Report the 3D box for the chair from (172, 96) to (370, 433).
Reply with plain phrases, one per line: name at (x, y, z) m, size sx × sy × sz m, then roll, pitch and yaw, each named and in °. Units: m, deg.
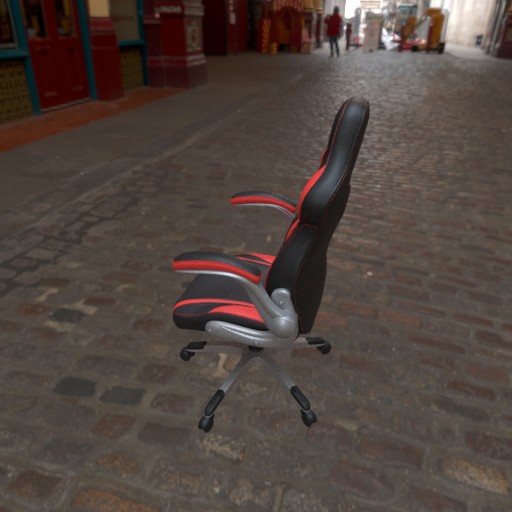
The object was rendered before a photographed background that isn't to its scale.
chair at (0.000, 0.000, 1.679) m, size 0.712 × 1.165 × 0.758 m, roll 8°, pitch 29°, yaw 14°
